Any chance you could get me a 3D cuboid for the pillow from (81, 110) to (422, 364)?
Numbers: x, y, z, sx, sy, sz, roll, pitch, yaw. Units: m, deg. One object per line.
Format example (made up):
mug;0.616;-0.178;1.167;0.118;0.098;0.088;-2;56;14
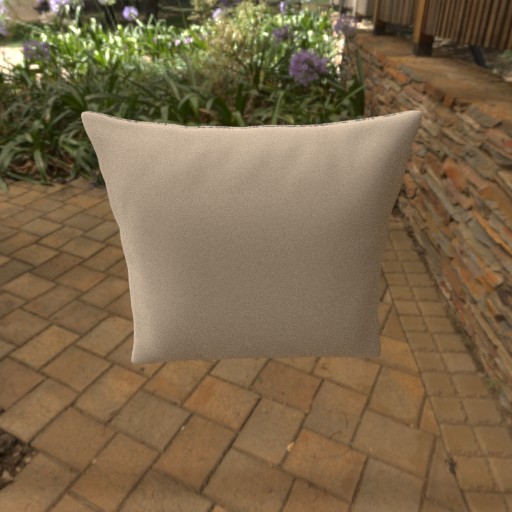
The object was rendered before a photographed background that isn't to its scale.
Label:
pillow;0.000;0.000;0.799;0.523;0.510;0.166;-1;30;-1
